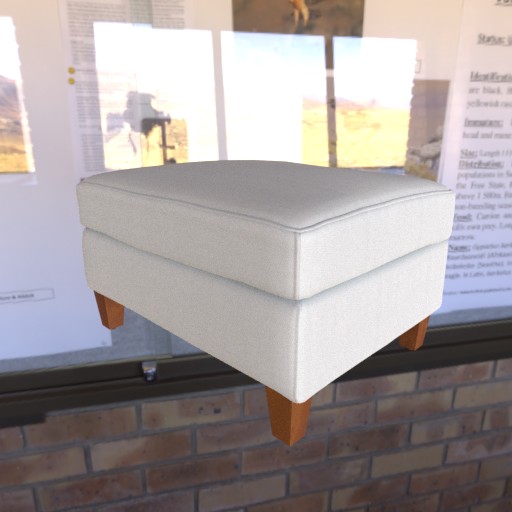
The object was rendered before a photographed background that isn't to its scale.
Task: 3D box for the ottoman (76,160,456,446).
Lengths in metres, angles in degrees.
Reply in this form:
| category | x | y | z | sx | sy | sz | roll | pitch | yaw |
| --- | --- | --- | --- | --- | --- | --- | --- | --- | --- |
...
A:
| category | x | y | z | sx | sy | sz | roll | pitch | yaw |
| --- | --- | --- | --- | --- | --- | --- | --- | --- | --- |
| ottoman | 0.000 | 0.000 | 1.209 | 0.818 | 0.496 | 0.634 | 16 | 23 | 42 |
